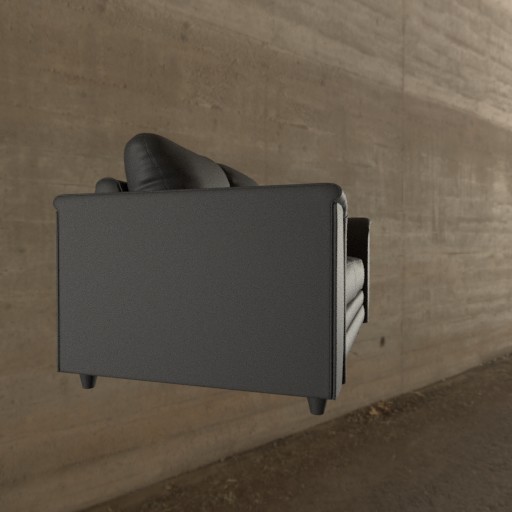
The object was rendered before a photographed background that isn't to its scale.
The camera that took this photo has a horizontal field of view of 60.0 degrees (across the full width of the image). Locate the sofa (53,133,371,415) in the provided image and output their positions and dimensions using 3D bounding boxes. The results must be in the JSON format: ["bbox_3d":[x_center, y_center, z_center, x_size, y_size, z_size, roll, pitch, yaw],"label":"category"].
[{"bbox_3d":[0.000,0.000,1.895,0.887,0.845,1.386,0,1,17],"label":"sofa"}]
